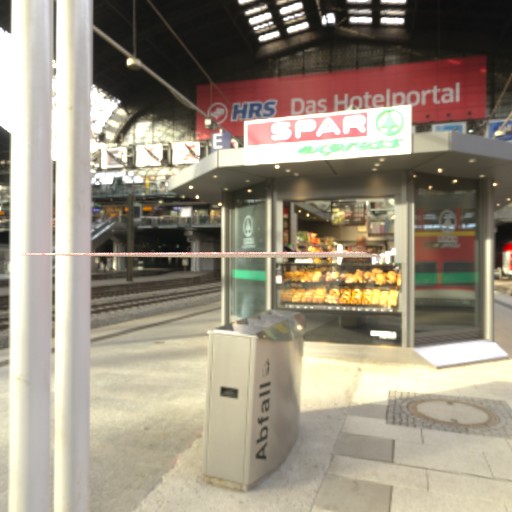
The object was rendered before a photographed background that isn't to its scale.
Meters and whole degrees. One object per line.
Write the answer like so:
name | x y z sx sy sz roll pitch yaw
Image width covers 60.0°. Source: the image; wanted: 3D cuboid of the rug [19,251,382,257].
rug | 0.000 0.000 2.283 1.219 0.006 1.829 0 -1 17
